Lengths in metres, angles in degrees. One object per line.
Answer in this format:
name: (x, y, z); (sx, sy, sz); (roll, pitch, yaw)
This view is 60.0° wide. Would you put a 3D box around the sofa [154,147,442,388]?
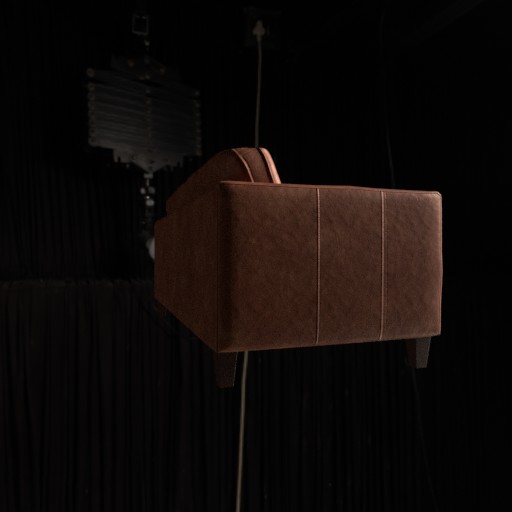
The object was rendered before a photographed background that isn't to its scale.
sofa: (0.000, 0.000, 2.479); (0.923, 0.863, 1.971); (0, 0, -19)
